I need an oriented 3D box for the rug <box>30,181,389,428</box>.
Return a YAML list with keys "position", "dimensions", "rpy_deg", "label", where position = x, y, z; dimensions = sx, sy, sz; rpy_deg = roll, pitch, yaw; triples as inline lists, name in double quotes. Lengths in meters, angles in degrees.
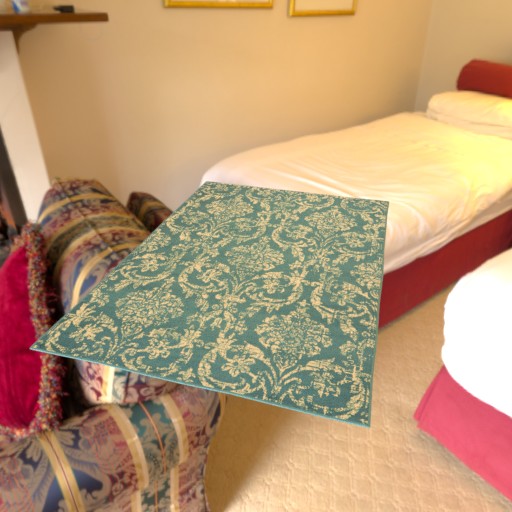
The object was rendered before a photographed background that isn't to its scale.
- position: [0.000, 0.000, 2.783]
  dimensions: [1.554, 0.012, 2.205]
  rpy_deg: [9, 32, 14]
  label: "rug"
